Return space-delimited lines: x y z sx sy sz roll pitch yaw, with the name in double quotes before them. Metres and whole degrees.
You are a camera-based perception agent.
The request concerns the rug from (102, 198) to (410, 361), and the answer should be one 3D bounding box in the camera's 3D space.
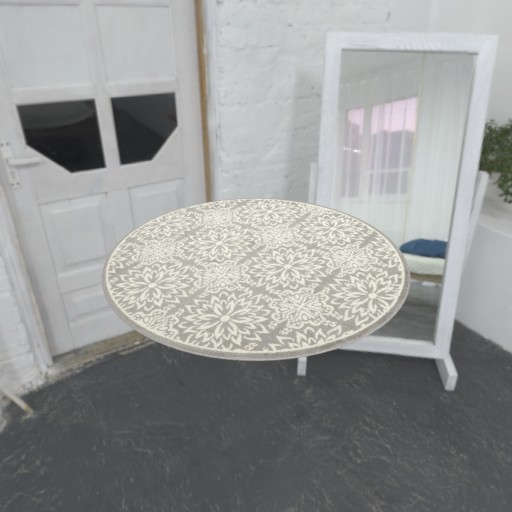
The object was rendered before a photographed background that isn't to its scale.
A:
"rug" 0.000 0.000 2.388 1.593 0.012 1.593 0 30 0
